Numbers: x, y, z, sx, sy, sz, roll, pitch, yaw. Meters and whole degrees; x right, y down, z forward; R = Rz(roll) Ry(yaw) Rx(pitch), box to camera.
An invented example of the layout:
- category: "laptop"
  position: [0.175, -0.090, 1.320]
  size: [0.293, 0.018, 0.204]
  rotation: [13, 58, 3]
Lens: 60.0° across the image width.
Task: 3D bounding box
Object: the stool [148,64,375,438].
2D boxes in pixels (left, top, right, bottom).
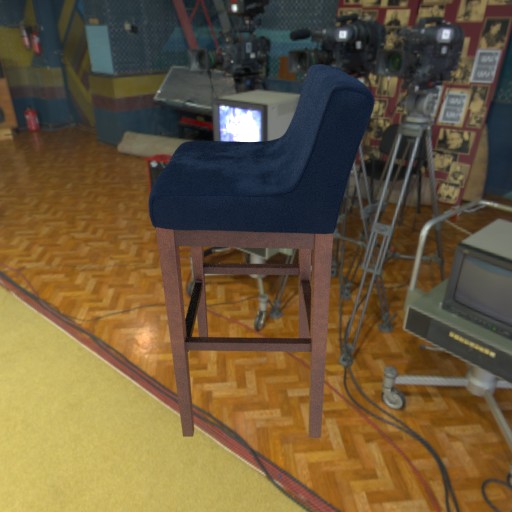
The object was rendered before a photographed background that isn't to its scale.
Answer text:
- category: "stool"
  position: [0.000, 0.000, 1.339]
  size: [0.500, 1.037, 0.511]
  rotation: [0, 28, 1]
